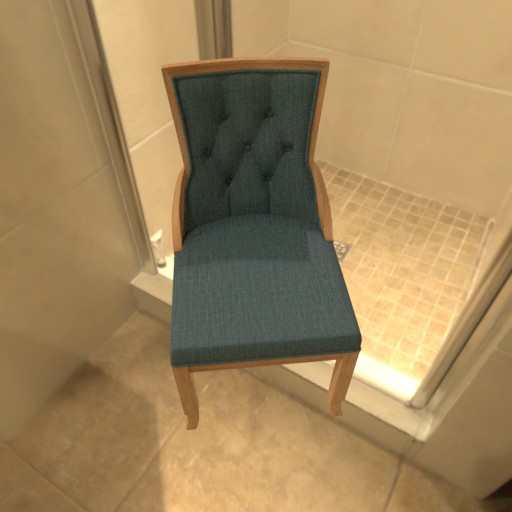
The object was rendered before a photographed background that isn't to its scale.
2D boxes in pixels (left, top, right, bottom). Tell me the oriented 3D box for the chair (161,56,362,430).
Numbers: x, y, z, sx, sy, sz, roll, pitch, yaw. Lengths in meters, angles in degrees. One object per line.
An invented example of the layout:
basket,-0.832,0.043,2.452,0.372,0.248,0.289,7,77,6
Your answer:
chair,0.000,0.000,1.355,0.524,0.947,0.641,-4,47,-4
